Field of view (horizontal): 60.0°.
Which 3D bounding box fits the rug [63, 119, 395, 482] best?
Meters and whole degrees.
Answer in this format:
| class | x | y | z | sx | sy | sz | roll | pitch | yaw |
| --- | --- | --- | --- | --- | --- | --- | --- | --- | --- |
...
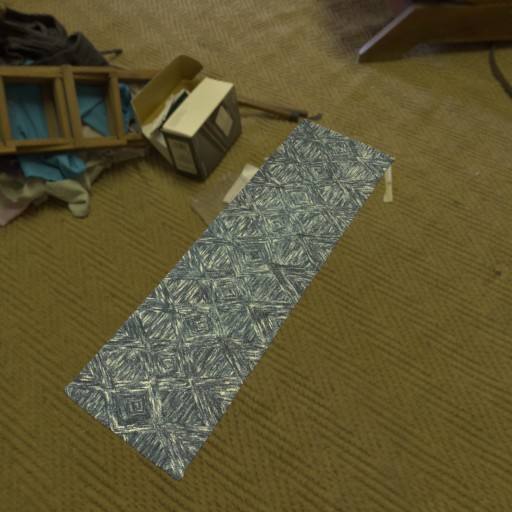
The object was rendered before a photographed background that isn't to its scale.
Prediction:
| class | x | y | z | sx | sy | sz | roll | pitch | yaw |
| --- | --- | --- | --- | --- | --- | --- | --- | --- | --- |
| rug | 0.000 | 0.000 | 2.529 | 0.719 | 0.013 | 2.306 | 29 | 62 | 17 |
